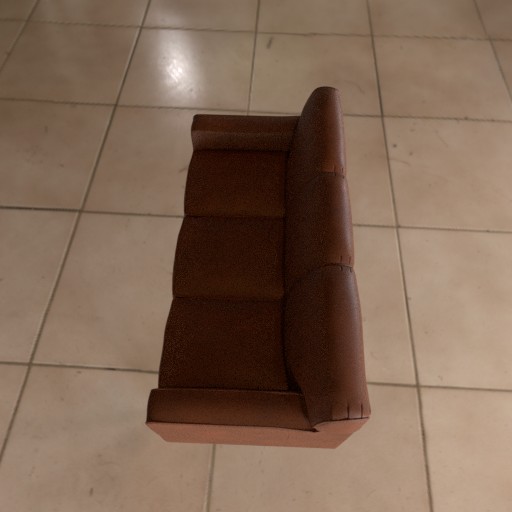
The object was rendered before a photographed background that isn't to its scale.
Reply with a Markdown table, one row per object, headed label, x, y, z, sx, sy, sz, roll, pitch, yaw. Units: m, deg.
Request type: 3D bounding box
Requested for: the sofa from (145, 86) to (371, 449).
| label | x | y | z | sx | sy | sz | roll | pitch | yaw |
| --- | --- | --- | --- | --- | --- | --- | --- | --- | --- |
| sofa | 0.000 | 0.000 | 2.633 | 1.008 | 0.953 | 2.039 | 2 | 59 | 1 |
